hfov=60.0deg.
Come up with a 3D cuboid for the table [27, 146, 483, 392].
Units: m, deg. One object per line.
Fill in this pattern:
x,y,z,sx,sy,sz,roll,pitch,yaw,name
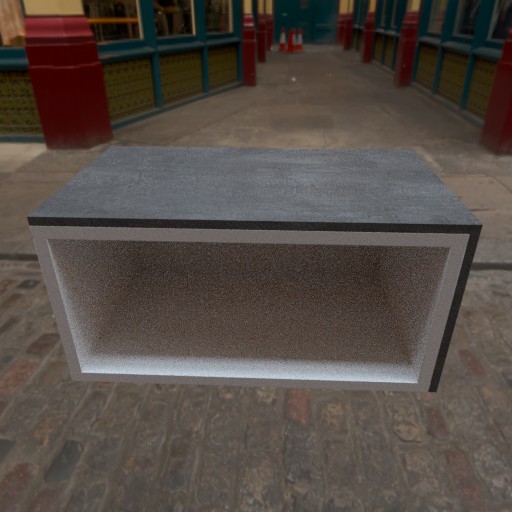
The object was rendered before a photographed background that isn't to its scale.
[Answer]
0.000,0.000,0.938,0.700,0.350,0.400,1,29,2,table
